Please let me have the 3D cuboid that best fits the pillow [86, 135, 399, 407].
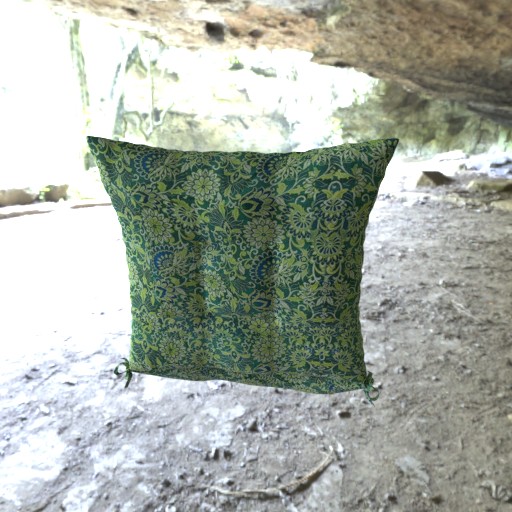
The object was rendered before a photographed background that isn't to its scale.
[{"bbox_3d":[0.000,0.000,1.008,0.541,0.536,0.585,2,16,7],"label":"pillow"}]
